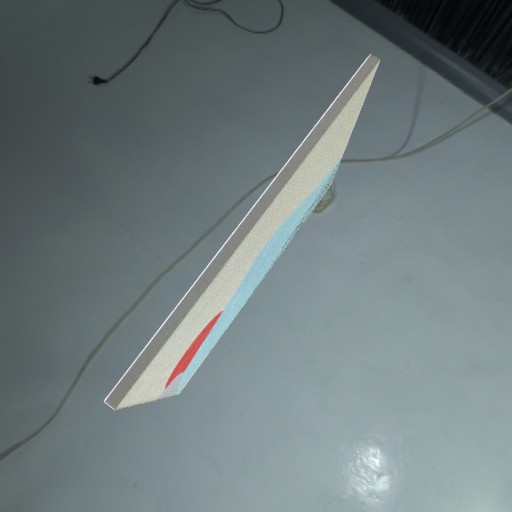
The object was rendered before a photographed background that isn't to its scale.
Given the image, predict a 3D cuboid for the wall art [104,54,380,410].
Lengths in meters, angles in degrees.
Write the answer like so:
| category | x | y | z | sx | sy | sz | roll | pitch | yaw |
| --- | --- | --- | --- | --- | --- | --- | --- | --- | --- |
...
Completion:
| category | x | y | z | sx | sy | sz | roll | pitch | yaw |
| --- | --- | --- | --- | --- | --- | --- | --- | --- | --- |
| wall art | 0.000 | 0.000 | 1.635 | 0.042 | 0.912 | 1.219 | 35 | 78 | 9 |
